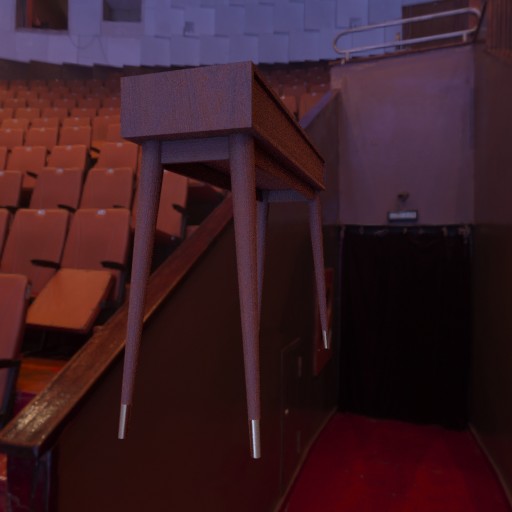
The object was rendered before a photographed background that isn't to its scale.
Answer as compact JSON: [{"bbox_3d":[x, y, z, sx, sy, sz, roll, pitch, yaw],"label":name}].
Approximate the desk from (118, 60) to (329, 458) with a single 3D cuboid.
[{"bbox_3d":[0.000,0.000,1.647,0.384,0.917,1.204,0,1,17],"label":"desk"}]
